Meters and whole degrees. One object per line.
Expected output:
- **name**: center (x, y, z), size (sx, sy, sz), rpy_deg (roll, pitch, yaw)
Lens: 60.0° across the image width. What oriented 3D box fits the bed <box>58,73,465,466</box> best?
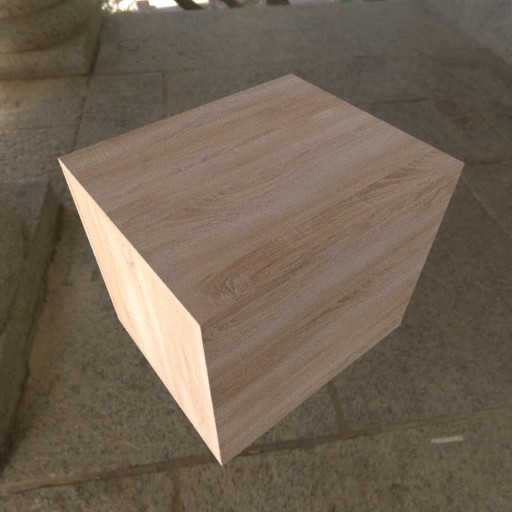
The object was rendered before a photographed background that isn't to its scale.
- **bed**: center (0.000, 0.000, 0.806), size (0.460, 0.420, 0.401), rpy_deg (-30, 53, -25)
